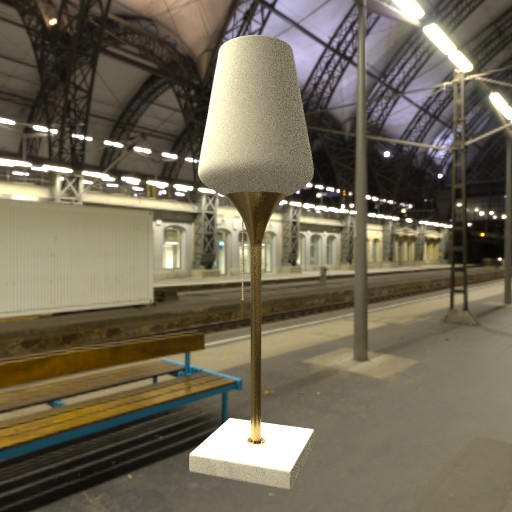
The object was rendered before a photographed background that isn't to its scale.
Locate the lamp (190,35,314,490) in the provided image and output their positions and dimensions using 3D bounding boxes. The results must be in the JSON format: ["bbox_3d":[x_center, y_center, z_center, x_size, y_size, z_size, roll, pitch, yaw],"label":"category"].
[{"bbox_3d":[0.000,0.000,0.699,0.181,0.639,0.181,0,0,20],"label":"lamp"}]
